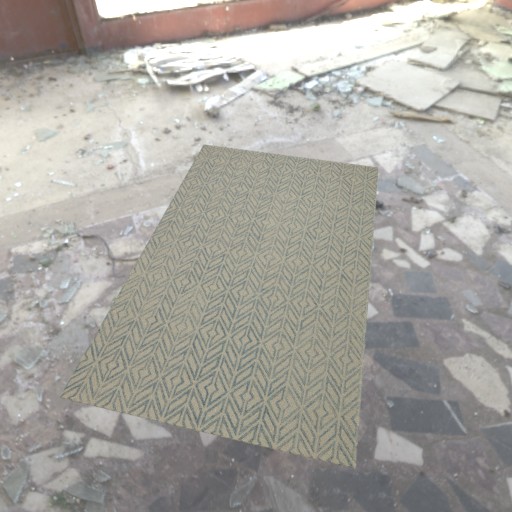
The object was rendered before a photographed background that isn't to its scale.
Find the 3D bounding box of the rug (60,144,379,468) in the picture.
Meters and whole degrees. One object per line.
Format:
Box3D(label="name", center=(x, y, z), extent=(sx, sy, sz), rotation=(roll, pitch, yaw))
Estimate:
Box3D(label="rug", center=(0.000, 0.000, 3.000), extent=(1.526, 0.008, 2.441), rotation=(10, 47, 9))
